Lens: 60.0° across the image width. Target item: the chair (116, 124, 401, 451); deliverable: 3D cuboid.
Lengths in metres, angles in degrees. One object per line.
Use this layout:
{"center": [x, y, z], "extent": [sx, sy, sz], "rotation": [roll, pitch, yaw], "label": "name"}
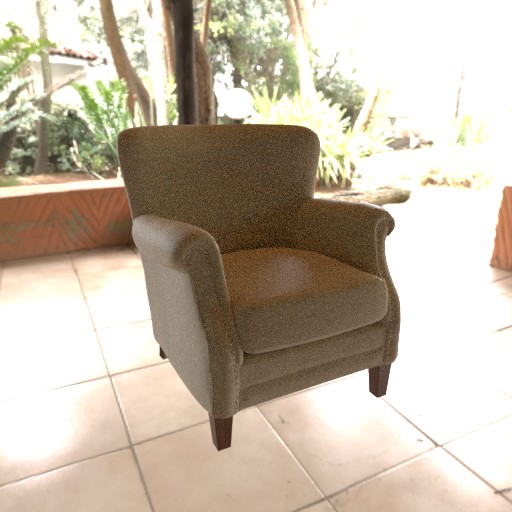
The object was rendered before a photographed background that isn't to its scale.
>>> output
{"center": [0.000, 0.000, 1.669], "extent": [0.861, 0.936, 0.921], "rotation": [-9, 20, -26], "label": "chair"}
